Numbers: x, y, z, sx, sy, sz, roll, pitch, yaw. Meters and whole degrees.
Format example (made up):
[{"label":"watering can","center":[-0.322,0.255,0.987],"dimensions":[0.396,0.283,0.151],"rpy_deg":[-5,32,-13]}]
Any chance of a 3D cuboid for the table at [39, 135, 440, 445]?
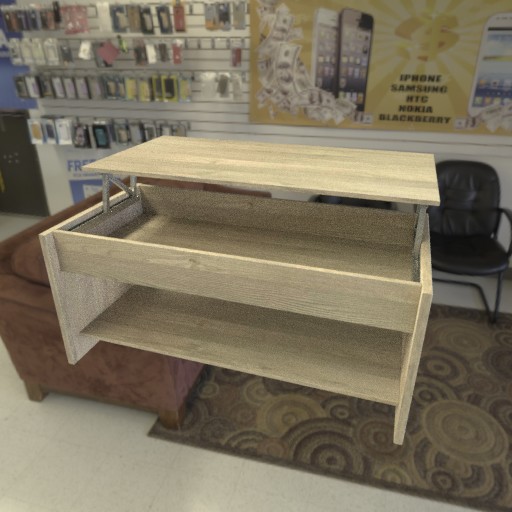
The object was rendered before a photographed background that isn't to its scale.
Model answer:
[{"label":"table","center":[0.000,0.000,1.423],"dimensions":[1.000,0.570,0.712],"rpy_deg":[8,27,16]}]
